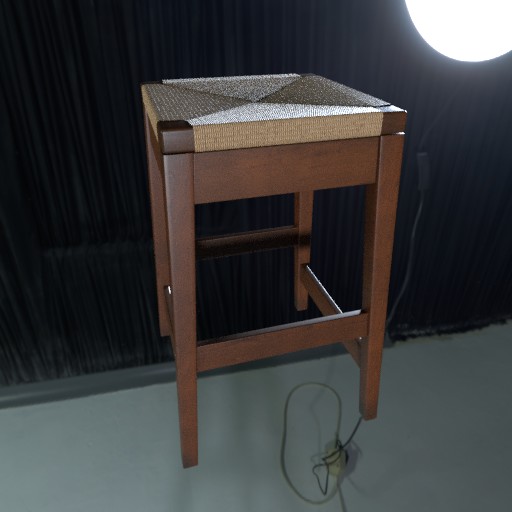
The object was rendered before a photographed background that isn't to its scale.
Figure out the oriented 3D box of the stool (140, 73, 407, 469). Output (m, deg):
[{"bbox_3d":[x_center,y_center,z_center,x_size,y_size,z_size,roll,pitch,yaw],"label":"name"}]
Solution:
[{"bbox_3d":[0.000,0.000,1.087,0.497,0.762,0.507,-9,32,-14],"label":"stool"}]
